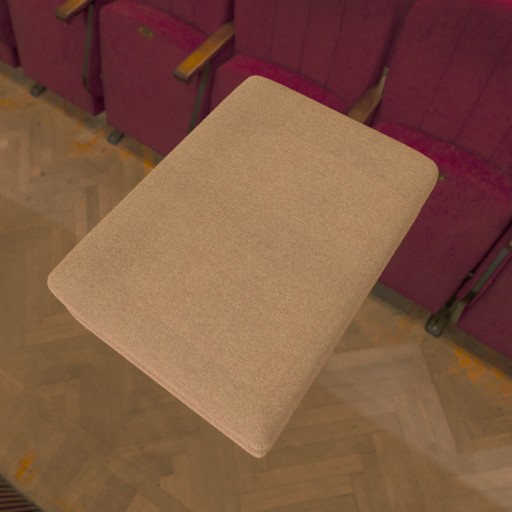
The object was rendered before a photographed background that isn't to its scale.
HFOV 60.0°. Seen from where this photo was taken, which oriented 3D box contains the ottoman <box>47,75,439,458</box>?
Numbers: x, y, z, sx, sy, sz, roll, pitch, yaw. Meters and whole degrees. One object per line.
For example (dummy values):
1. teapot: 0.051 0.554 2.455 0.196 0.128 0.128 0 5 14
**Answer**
1. ottoman: 0.000 0.000 1.214 0.610 0.478 0.823 32 67 15
